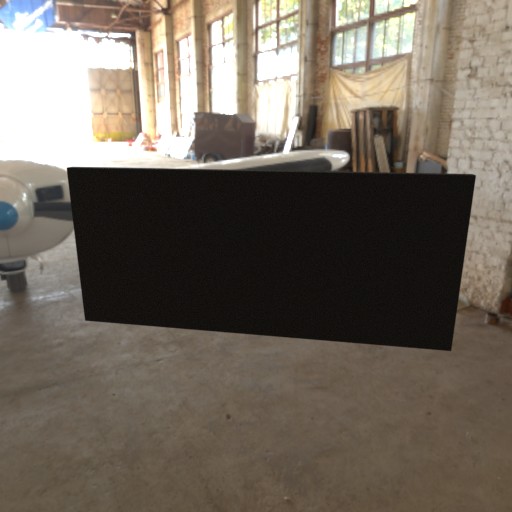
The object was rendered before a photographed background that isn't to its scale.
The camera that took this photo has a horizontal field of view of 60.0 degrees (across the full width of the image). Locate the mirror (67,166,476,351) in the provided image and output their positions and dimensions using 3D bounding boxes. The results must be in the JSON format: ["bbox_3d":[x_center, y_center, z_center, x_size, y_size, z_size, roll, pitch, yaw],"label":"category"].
[{"bbox_3d":[0.000,0.000,1.816,1.584,0.692,0.047,3,17,10],"label":"mirror"}]
